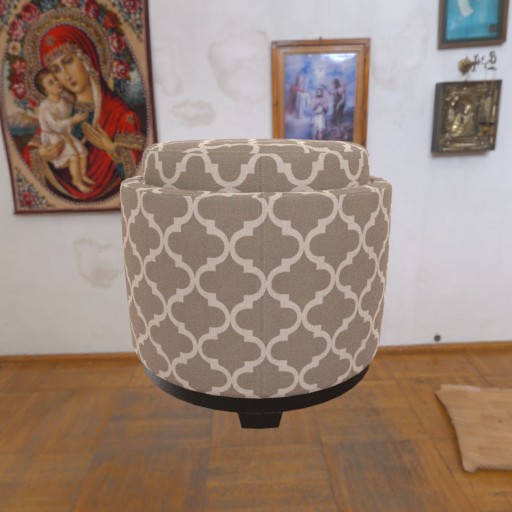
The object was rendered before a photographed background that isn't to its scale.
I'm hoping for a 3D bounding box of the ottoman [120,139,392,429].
[{"bbox_3d":[0.000,0.000,0.840,0.480,0.429,0.480,0,16,0],"label":"ottoman"}]
